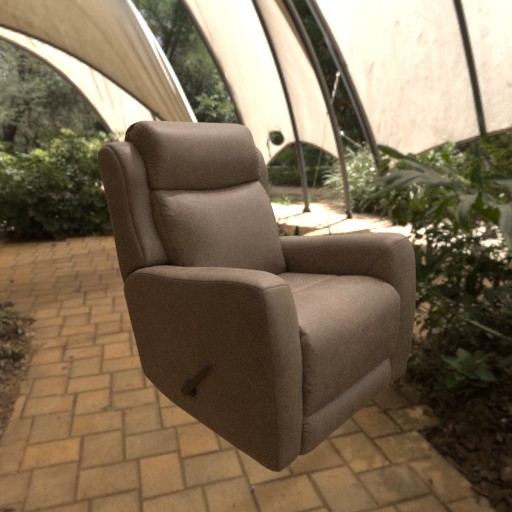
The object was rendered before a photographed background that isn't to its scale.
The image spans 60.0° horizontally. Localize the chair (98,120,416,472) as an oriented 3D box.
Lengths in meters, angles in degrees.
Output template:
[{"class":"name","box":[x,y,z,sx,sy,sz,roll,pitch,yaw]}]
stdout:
[{"class":"chair","box":[0.000,0.000,1.890,1.068,1.116,0.967,14,20,43]}]
